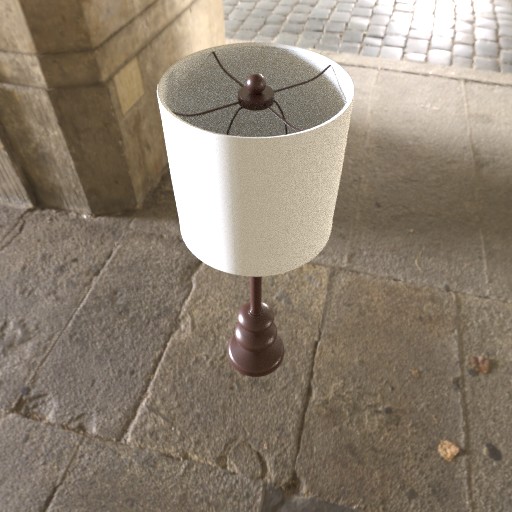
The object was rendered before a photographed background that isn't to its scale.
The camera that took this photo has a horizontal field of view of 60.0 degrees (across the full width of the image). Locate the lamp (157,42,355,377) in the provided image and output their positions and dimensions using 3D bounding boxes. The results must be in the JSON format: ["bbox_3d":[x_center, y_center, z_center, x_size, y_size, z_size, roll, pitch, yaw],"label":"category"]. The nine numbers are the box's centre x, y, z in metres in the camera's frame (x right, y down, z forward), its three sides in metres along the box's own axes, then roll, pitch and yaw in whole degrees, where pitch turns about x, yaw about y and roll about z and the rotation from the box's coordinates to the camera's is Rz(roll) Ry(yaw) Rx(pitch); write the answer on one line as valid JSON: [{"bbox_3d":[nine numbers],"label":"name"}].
[{"bbox_3d":[0.000,0.000,0.820,0.254,0.690,0.254,-24,52,-20],"label":"lamp"}]
